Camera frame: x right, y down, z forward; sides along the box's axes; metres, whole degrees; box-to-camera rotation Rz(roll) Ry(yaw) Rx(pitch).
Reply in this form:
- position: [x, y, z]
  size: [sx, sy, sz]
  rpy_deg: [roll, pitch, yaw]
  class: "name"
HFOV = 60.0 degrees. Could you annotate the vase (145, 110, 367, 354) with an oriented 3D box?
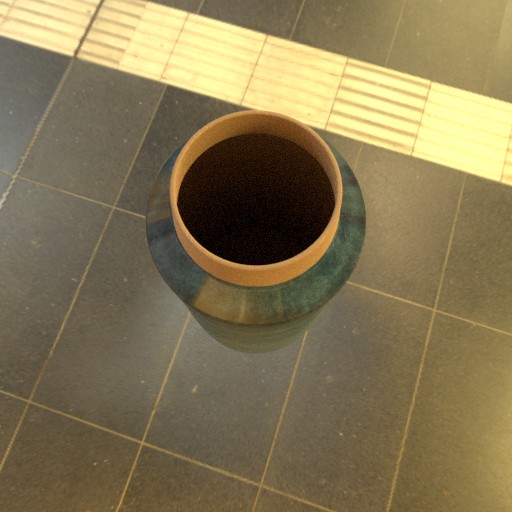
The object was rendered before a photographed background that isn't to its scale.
- position: [0.000, 0.000, 0.398]
  size: [0.163, 0.316, 0.163]
  rpy_deg: [0, 76, 0]
  class: "vase"
